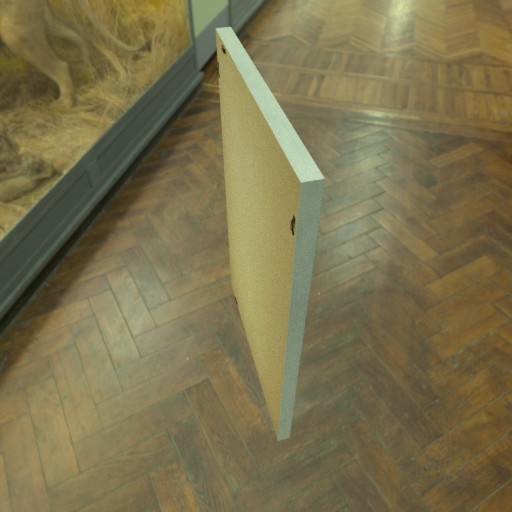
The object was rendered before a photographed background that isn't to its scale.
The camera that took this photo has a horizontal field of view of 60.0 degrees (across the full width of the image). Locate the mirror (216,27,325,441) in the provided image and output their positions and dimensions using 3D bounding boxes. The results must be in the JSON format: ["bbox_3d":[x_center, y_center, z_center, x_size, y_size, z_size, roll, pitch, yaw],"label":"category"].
[{"bbox_3d":[0.000,0.000,1.152,0.041,0.915,0.609,-11,47,-10],"label":"mirror"}]
